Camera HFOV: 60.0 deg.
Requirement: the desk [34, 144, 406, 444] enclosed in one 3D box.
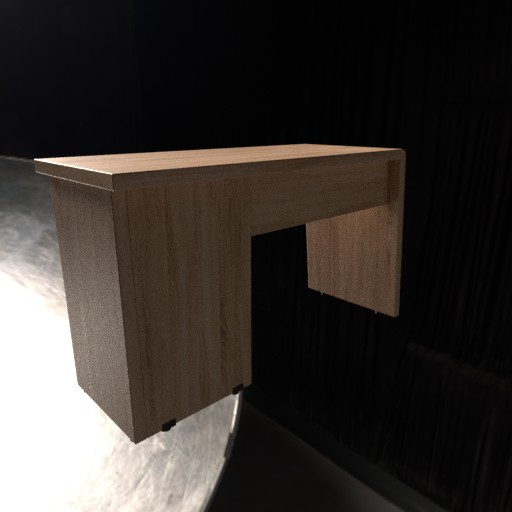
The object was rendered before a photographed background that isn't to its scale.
[{"bbox_3d":[0.000,0.000,1.646,1.300,0.750,0.500,-15,23,-41],"label":"desk"}]
